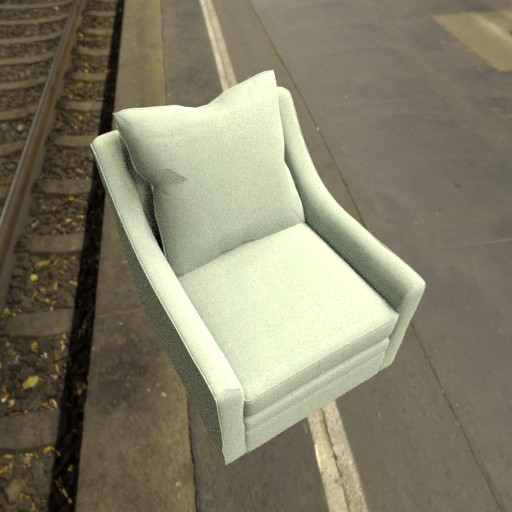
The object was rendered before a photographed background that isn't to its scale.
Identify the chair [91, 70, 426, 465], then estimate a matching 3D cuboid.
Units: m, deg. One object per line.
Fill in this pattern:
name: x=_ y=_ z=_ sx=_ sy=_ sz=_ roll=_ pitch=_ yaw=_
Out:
chair: x=0.000 y=0.000 z=1.555 sx=0.760 sy=0.926 sz=0.870 roll=-23 pitch=51 yaw=-21
